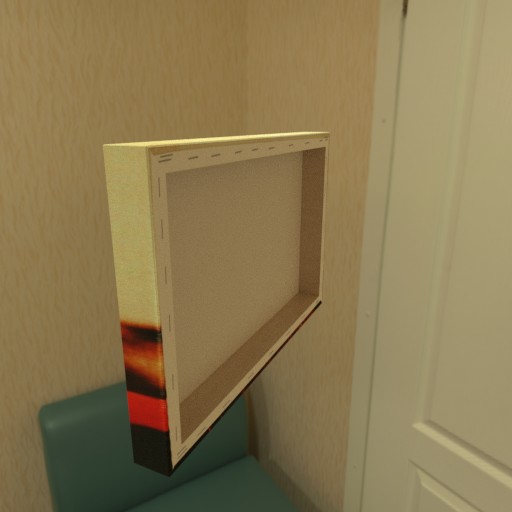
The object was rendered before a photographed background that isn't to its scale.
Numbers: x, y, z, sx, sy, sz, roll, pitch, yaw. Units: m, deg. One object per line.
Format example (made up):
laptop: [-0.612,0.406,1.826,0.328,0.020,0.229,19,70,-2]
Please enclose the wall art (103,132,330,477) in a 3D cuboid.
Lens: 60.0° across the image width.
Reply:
wall art: [0.000,0.000,0.480,0.037,0.251,0.383,8,19,25]
